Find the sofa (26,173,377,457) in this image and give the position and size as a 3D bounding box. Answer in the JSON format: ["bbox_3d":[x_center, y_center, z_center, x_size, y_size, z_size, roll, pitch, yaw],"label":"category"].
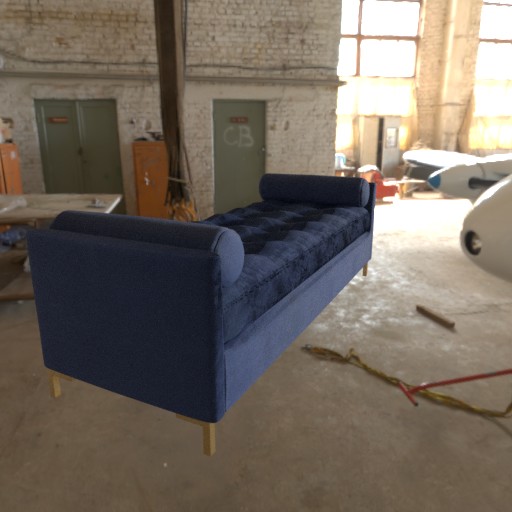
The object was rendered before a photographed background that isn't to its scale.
[{"bbox_3d":[0.000,0.000,2.343,0.796,0.705,2.102,8,17,26],"label":"sofa"}]
